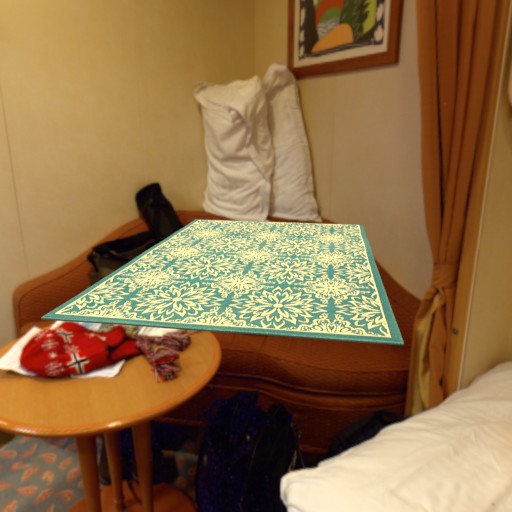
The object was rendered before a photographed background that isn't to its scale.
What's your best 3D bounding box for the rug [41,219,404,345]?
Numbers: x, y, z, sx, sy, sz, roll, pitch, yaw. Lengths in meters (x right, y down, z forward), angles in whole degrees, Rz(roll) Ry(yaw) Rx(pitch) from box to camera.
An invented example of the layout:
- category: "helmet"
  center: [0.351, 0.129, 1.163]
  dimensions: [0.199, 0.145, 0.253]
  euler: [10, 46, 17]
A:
- category: "rug"
  center: [0.000, 0.000, 3.491]
  dimensions: [1.830, 0.018, 2.769]
  euler: [2, 16, 9]
